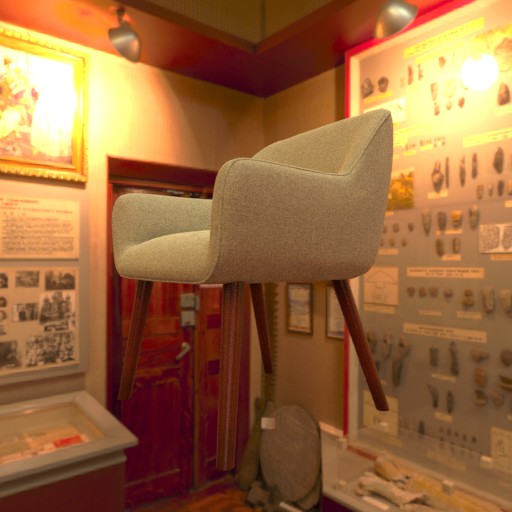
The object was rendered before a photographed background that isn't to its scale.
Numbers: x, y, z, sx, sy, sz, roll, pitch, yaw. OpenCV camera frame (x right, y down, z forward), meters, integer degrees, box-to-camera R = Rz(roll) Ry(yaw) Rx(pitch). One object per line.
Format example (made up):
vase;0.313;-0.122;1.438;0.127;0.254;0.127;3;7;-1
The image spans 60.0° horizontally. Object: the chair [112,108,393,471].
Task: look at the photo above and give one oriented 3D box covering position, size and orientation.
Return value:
chair;0.000;0.000;1.225;0.610;0.813;0.610;0;-1;-37
